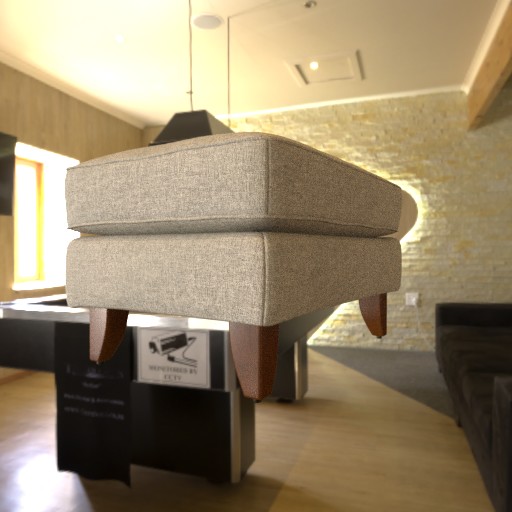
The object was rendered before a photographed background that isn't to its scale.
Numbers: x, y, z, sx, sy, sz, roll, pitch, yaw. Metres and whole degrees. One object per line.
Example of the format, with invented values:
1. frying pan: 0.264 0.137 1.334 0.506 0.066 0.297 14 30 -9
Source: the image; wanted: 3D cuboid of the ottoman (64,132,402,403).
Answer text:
1. ottoman: 0.000 0.000 1.318 0.661 0.561 0.889 1 1 34
